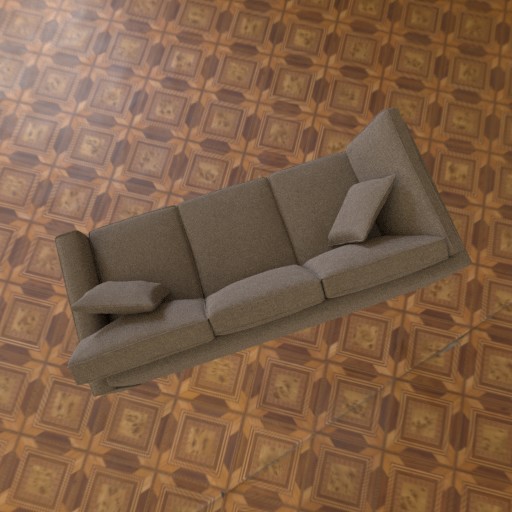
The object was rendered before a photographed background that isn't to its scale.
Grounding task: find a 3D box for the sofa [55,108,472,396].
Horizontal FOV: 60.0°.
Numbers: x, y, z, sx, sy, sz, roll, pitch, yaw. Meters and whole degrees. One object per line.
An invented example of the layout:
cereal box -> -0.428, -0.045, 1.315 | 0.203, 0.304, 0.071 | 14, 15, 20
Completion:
sofa -> 0.000, 0.000, 2.860 | 2.317, 0.962, 1.061 | -18, 76, -5
